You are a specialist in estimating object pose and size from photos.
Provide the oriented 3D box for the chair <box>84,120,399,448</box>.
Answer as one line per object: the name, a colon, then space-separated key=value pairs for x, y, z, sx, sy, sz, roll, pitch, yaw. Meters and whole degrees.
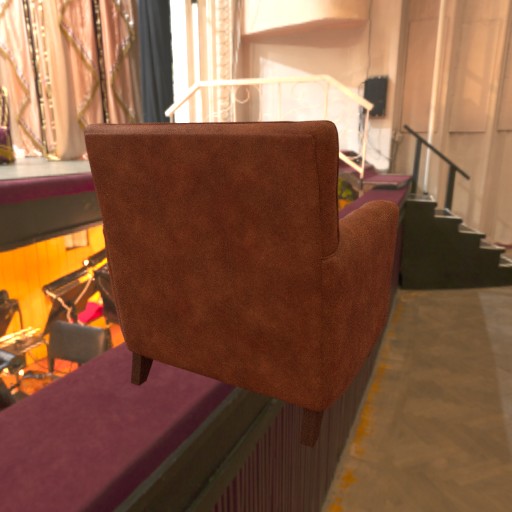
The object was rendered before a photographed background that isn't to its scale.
chair: x=0.000 y=0.000 z=1.649 sx=0.870 sy=0.943 sz=0.823 roll=9 pitch=18 yaw=28
